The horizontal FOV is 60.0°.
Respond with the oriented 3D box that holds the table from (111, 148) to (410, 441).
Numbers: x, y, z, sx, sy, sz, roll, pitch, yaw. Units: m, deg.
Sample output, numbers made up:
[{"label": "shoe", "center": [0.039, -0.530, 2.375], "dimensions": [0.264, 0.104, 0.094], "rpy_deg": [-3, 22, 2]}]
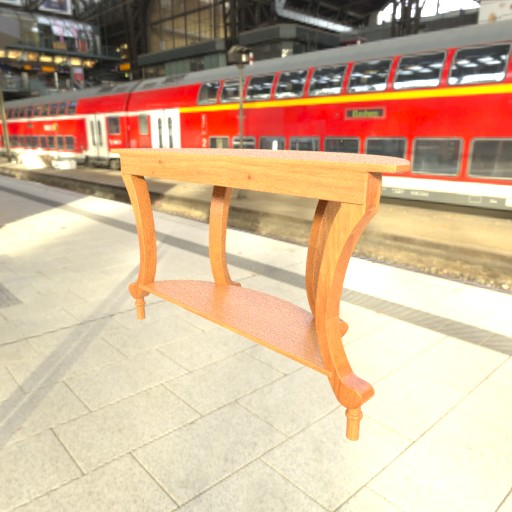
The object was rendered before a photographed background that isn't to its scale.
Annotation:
[{"label": "table", "center": [0.000, 0.000, 1.518], "dimensions": [0.394, 0.692, 1.198], "rpy_deg": [-15, 21, -42]}]
